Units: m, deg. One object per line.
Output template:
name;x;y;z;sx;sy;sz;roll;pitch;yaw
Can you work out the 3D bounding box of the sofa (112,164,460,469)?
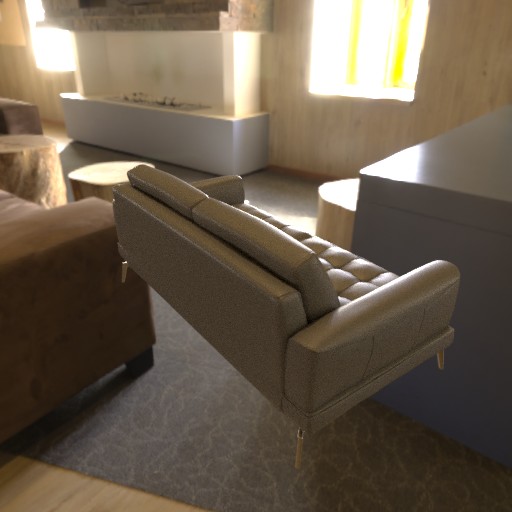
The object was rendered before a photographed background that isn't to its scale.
sofa;0.000;0.000;2.779;1.121;0.930;2.177;-18;32;-32
